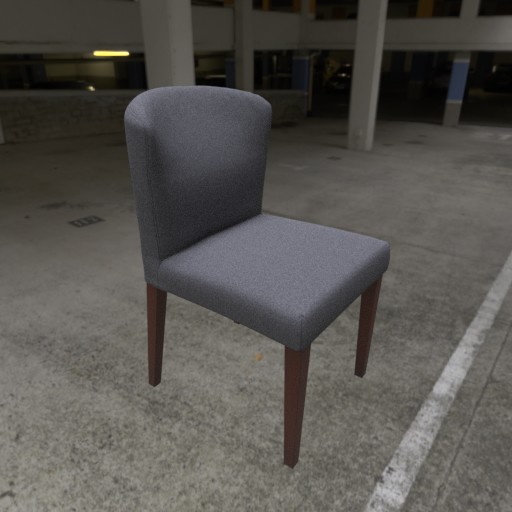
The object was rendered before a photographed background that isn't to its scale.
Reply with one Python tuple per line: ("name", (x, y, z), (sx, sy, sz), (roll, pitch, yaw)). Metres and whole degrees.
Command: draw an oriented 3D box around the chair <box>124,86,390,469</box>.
("chair", (0.000, 0.000, 1.206), (0.592, 0.839, 0.491), (18, 31, 32))
